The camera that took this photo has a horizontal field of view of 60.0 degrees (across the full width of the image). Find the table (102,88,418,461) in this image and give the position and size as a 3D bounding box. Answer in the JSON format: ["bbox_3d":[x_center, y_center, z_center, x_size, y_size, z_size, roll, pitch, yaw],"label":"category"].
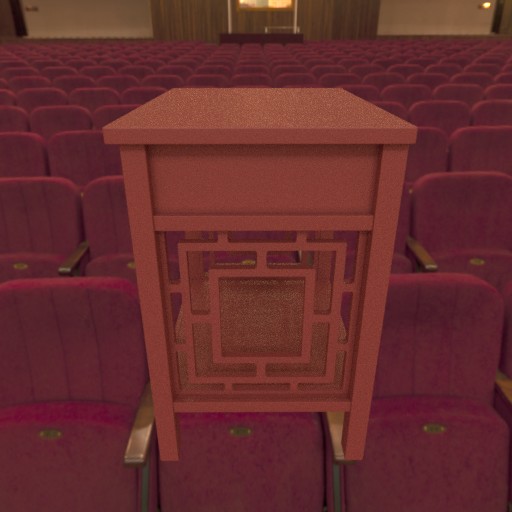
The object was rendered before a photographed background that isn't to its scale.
[{"bbox_3d":[0.000,0.000,1.036,0.451,0.686,0.599,0,26,0],"label":"table"}]
